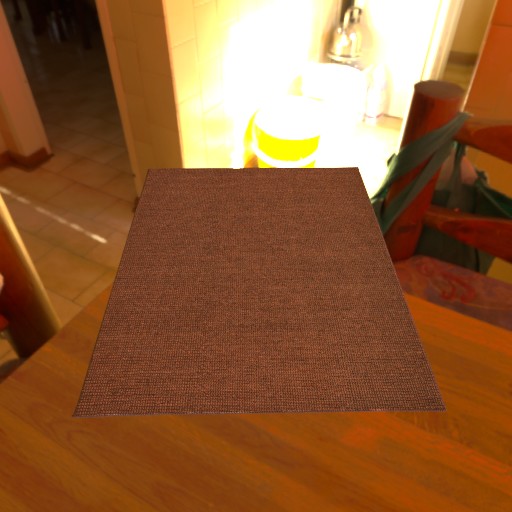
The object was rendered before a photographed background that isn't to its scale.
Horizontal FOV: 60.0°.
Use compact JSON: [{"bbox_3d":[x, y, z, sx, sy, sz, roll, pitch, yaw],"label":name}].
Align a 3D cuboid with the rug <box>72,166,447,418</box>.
[{"bbox_3d":[0.000,0.000,4.027,2.456,0.021,3.068,-1,42,-1],"label":"rug"}]
